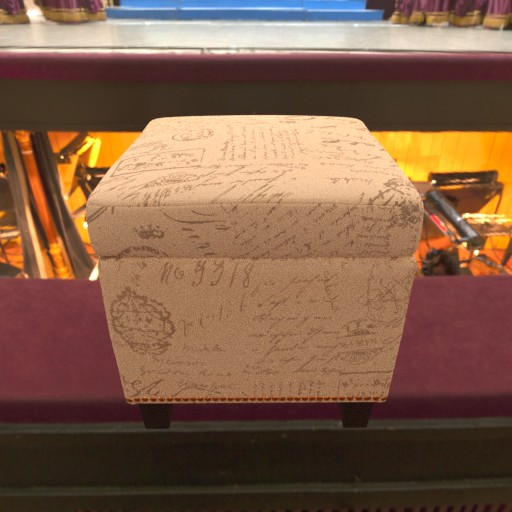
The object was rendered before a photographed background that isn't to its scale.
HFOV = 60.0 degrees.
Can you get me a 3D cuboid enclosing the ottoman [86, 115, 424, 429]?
[{"bbox_3d":[0.000,0.000,0.846,0.449,0.457,0.450,0,31,0],"label":"ottoman"}]
